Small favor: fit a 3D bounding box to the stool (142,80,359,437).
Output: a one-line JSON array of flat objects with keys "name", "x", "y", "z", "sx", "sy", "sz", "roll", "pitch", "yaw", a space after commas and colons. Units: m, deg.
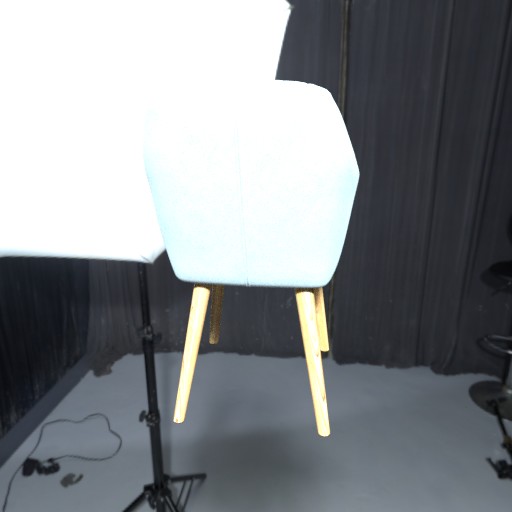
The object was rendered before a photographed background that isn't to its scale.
[{"name": "stool", "x": 0.000, "y": 0.000, "z": 1.192, "sx": 0.503, "sy": 0.830, "sz": 0.590, "roll": 2, "pitch": 17, "yaw": 7}]
